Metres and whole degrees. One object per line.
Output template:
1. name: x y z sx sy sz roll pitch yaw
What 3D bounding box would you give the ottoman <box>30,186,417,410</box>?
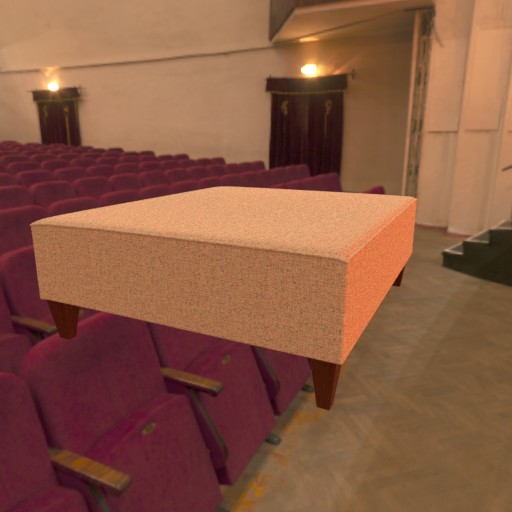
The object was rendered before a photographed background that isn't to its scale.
1. ottoman: 0.000 0.000 1.238 0.736 0.303 0.835 7 16 25
